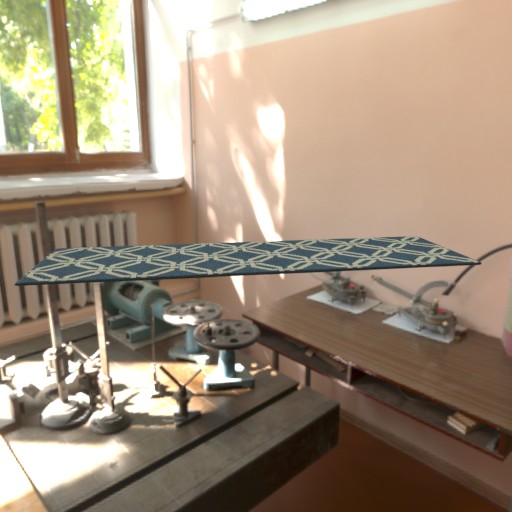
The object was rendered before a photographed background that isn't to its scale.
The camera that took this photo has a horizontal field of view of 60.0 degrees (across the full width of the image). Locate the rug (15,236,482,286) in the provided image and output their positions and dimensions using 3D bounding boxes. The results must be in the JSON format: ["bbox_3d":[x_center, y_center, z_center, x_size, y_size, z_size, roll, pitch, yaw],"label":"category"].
[{"bbox_3d":[0.000,0.000,2.456,2.276,0.014,0.678,-2,15,-9],"label":"rug"}]
